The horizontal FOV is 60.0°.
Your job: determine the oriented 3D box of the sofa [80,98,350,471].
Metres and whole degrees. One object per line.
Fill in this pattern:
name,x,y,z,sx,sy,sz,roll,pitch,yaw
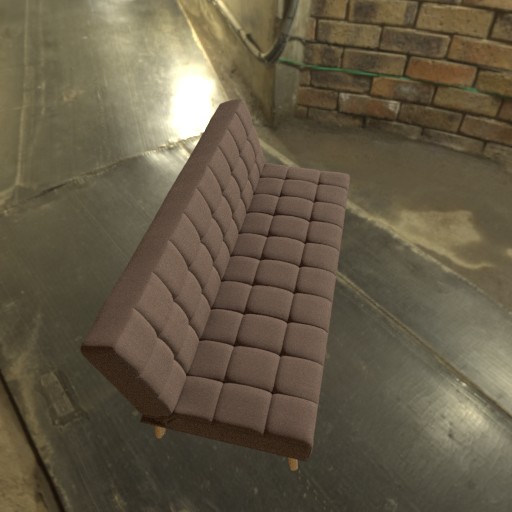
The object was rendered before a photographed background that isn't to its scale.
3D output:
sofa,0.000,0.000,2.321,0.860,0.810,1.800,10,48,9
